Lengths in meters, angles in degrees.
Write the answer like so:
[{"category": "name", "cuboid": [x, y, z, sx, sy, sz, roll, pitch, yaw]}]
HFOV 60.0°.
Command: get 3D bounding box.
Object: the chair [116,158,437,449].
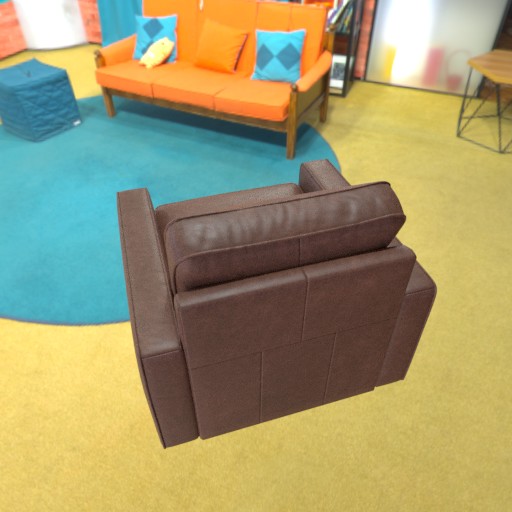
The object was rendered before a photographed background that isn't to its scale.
[{"category": "chair", "cuboid": [0.000, 0.000, 1.760, 1.017, 0.919, 0.940, -11, 43, -13]}]
